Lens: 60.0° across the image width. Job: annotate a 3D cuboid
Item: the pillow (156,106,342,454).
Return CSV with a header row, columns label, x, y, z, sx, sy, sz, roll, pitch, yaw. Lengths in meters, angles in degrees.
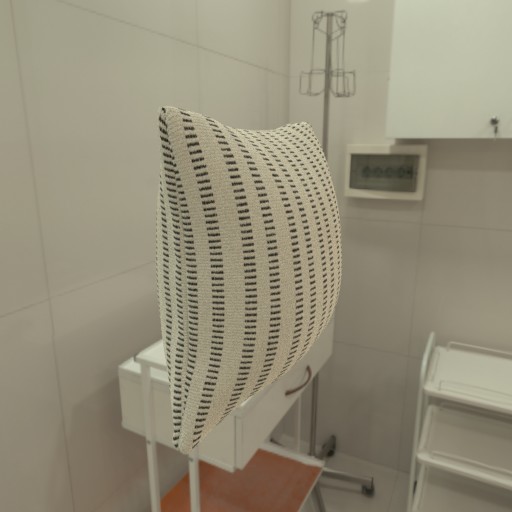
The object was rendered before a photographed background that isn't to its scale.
label,x,y,z,sx,sy,sz,roll,pitch,yaw
pillow,0.000,0.000,0.692,0.247,0.419,0.438,7,16,26
